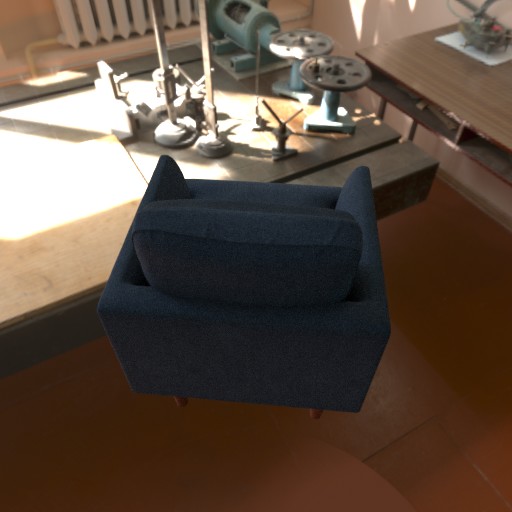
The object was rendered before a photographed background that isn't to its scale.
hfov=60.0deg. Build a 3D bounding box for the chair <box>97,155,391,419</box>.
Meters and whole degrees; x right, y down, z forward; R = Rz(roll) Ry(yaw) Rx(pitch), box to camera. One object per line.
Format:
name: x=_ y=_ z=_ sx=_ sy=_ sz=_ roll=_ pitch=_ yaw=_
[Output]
chair: x=0.000 y=0.000 z=1.658 sx=0.858 sy=0.957 sz=0.899 roll=4 pitch=47 yaw=4
